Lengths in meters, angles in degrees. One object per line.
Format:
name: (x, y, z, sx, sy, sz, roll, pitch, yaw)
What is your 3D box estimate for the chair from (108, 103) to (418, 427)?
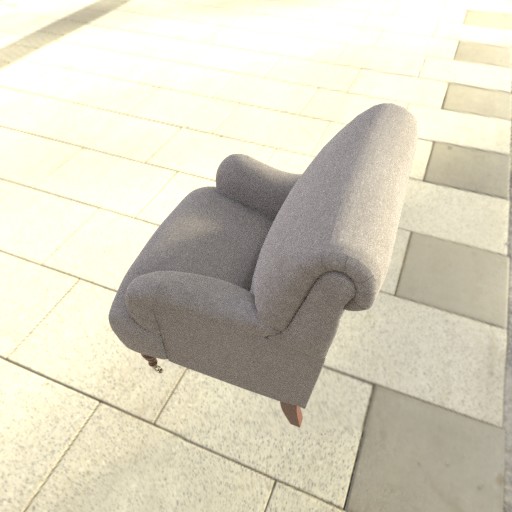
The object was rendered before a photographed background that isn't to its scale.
chair: (0.000, 0.000, 1.546, 0.843, 0.942, 0.766, 15, 48, 14)
